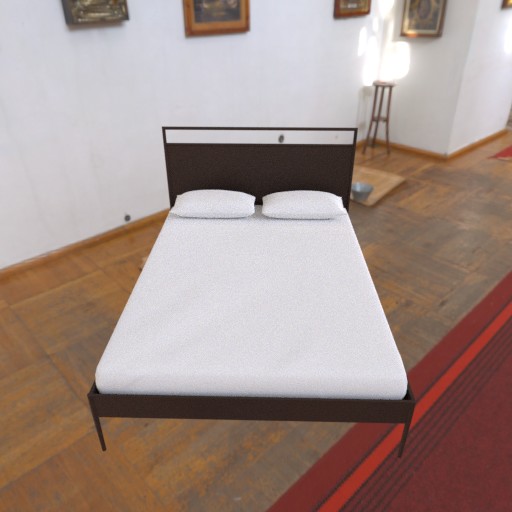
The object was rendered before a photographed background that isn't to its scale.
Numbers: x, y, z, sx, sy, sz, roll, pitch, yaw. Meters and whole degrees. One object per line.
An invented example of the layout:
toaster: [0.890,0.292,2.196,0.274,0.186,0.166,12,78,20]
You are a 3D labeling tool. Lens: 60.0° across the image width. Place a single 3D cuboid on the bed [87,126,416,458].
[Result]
bed: [0.000,0.000,2.935,1.572,1.173,2.122,1,30,1]
